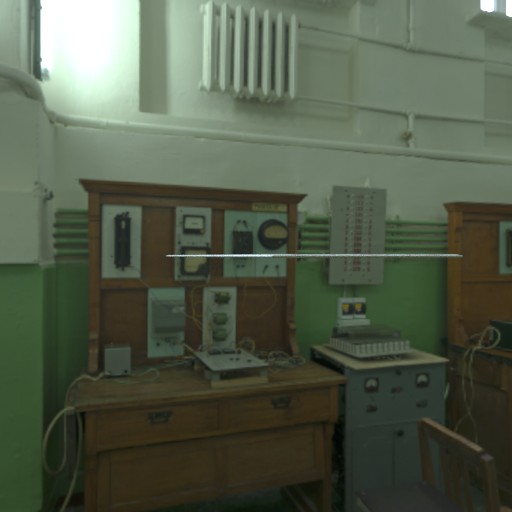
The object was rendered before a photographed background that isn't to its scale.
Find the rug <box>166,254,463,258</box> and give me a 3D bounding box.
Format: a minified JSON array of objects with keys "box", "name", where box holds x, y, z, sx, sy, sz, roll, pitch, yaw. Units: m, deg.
[{"box":[0.000,0.000,2.360,0.662,0.011,2.196,0,0,-19],"name":"rug"}]
